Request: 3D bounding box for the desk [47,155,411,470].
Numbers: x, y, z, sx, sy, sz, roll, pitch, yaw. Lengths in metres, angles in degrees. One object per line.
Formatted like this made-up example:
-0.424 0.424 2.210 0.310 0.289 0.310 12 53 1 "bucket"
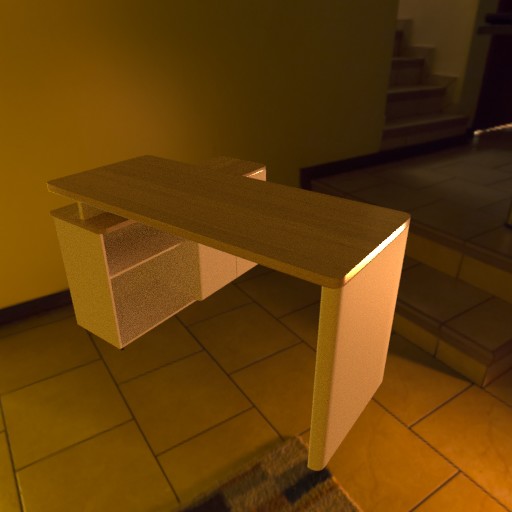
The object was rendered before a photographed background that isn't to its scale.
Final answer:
0.000 0.000 2.124 1.400 0.770 1.175 19 33 32 "desk"
